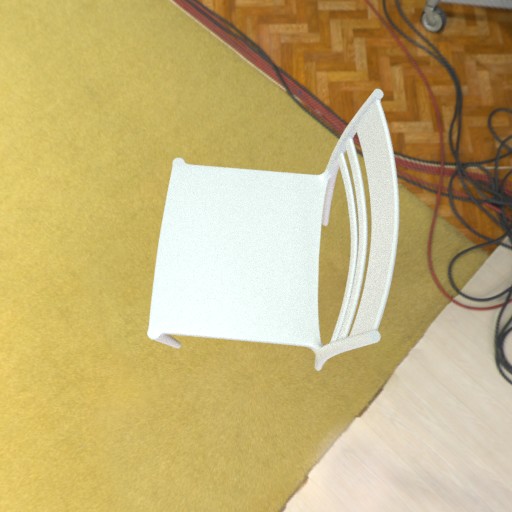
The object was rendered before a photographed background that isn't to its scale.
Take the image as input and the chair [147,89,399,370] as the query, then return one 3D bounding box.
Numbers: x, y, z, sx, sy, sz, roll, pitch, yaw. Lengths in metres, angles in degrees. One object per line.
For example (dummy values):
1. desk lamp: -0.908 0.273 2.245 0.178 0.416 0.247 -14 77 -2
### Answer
1. chair: 0.000 0.000 1.157 0.511 0.800 0.531 5 75 1
